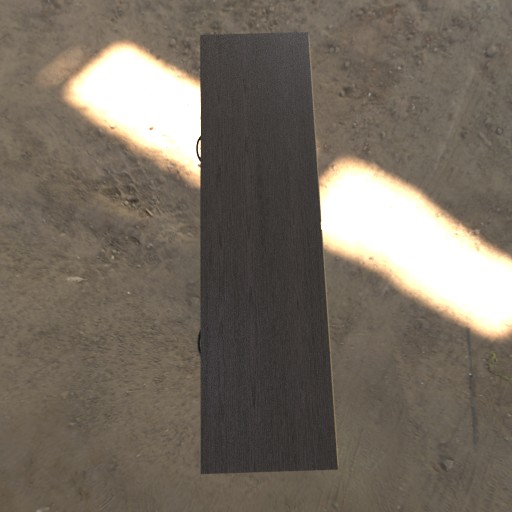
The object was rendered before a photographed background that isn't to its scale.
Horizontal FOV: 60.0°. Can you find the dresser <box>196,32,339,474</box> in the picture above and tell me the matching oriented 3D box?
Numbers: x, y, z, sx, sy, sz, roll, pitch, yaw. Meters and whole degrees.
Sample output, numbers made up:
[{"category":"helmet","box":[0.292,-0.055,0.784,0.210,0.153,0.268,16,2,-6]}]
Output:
[{"category":"dresser","box":[0.000,0.000,1.700,0.401,0.755,1.360,-2,76,0]}]
